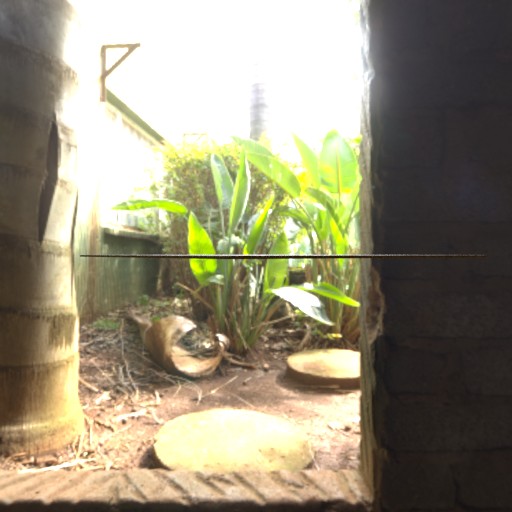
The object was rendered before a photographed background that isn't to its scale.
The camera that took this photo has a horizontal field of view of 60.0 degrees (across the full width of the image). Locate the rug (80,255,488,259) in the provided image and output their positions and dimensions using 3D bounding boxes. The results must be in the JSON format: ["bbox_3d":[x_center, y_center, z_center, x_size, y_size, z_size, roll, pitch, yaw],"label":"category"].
[{"bbox_3d":[0.000,0.000,4.115,2.420,0.019,3.039,0,0,-35],"label":"rug"}]
